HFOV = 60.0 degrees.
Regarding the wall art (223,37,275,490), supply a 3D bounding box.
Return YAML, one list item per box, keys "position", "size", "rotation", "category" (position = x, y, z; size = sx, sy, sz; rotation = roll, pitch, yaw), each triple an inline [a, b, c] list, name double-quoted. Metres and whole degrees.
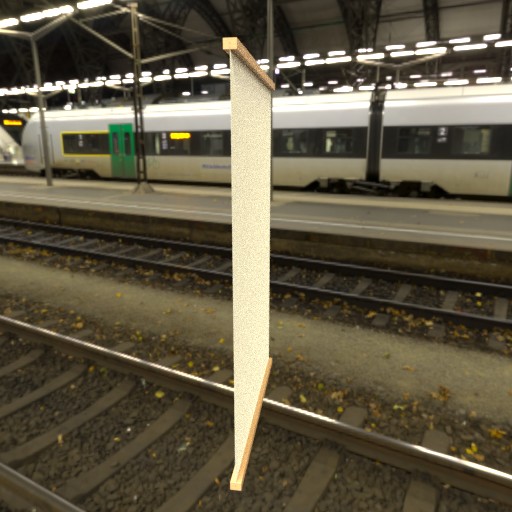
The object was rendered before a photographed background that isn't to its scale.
- position: [0.000, 0.000, 1.287]
  size: [0.027, 1.020, 0.669]
  rotation: [2, 14, 8]
  category: "wall art"
